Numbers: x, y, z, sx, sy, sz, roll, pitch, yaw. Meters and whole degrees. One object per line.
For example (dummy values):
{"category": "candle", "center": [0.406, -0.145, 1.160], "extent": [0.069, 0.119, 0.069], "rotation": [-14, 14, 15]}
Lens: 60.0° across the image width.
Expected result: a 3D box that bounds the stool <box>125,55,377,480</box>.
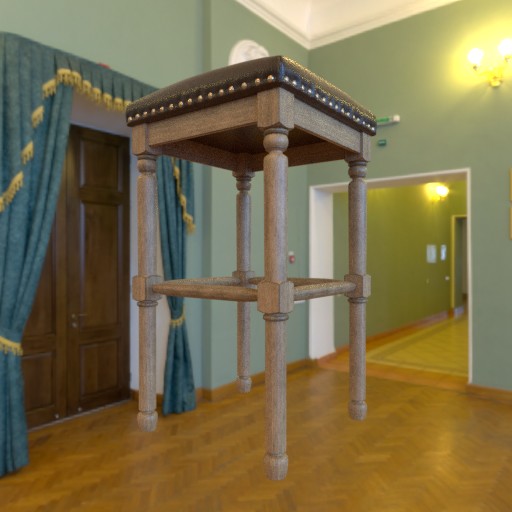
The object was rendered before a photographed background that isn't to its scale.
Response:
{"category": "stool", "center": [0.000, 0.000, 0.929], "extent": [0.383, 0.702, 0.382], "rotation": [0, 0, 37]}
